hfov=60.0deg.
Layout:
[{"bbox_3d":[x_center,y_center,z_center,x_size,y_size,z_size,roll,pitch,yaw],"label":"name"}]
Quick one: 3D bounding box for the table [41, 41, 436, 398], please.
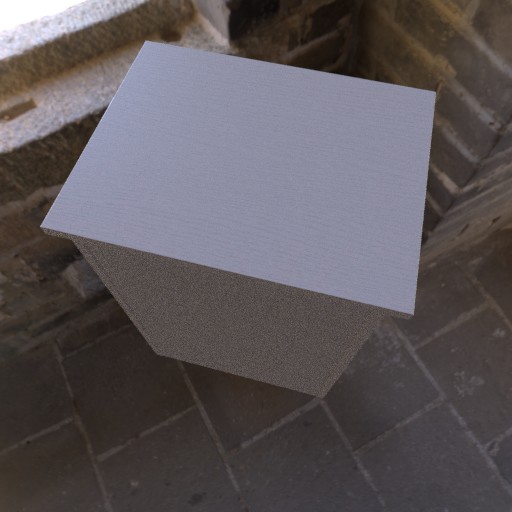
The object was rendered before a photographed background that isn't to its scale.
[{"bbox_3d":[0.000,0.000,0.913,0.480,0.635,0.381,13,63,7],"label":"table"}]
